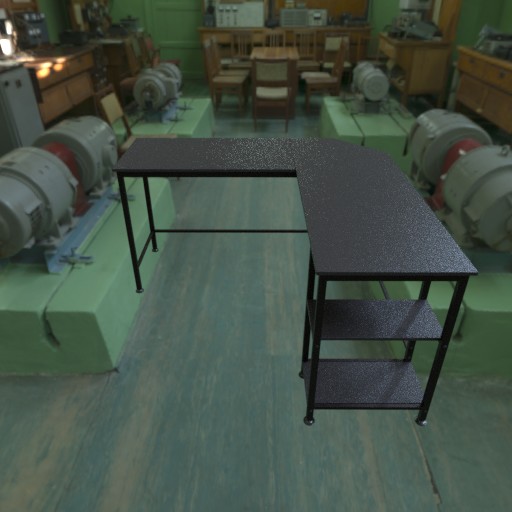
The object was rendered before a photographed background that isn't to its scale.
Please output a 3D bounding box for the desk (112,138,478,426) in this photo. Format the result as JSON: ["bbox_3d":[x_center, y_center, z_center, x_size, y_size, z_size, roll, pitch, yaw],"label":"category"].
[{"bbox_3d":[0.000,0.000,2.150,1.379,0.739,1.379,0,32,0],"label":"desk"}]
